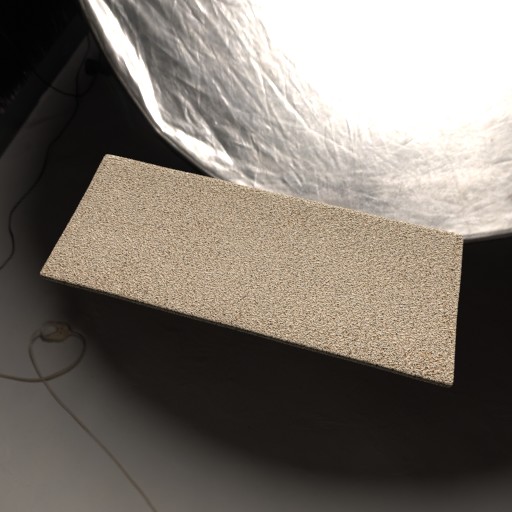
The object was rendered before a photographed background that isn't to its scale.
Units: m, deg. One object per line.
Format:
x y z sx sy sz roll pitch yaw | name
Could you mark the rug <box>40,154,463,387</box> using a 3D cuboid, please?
0.000 0.000 1.706 1.524 0.030 0.609 14 63 7 | rug
